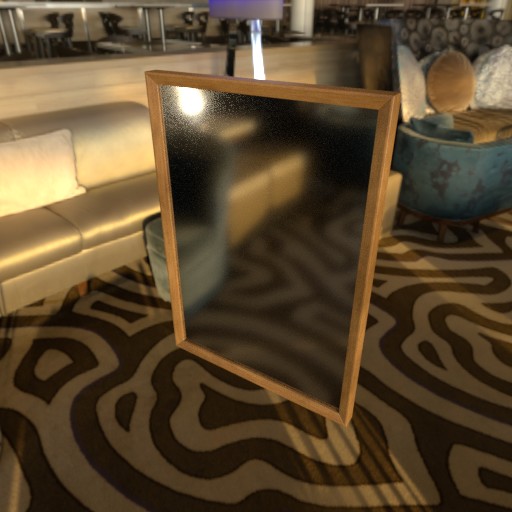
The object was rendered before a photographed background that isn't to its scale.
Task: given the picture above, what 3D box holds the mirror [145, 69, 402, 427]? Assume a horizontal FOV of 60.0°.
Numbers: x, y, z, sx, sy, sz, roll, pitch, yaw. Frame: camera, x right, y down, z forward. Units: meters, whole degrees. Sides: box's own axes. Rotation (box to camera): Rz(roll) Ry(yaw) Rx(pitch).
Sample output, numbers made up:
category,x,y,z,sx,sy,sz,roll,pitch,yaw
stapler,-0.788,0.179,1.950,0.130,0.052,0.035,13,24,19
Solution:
category,x,y,z,sx,sy,sz,roll,pitch,yaw
mirror,0.000,0.000,0.955,0.508,0.711,0.039,18,34,28
